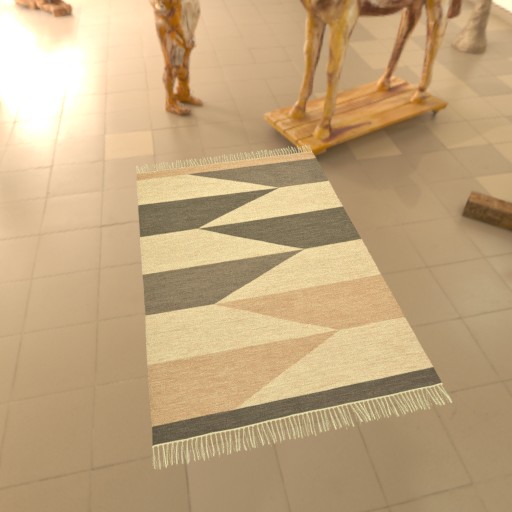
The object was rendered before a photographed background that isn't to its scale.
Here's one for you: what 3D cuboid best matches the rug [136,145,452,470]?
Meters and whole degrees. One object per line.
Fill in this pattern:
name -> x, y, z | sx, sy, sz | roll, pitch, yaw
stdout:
rug -> 0.000, 0.000, 2.415 | 1.224, 0.027, 2.021 | -9, 47, -9
